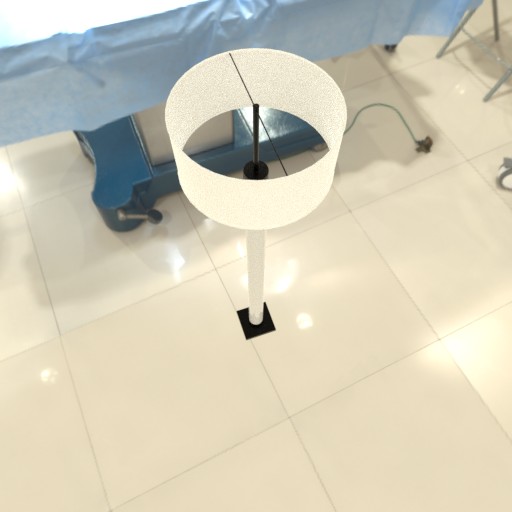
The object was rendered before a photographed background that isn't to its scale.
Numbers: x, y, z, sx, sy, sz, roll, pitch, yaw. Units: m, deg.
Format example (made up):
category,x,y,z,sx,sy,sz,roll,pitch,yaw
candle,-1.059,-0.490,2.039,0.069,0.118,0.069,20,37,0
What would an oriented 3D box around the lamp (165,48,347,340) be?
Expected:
category,x,y,z,sx,sy,sz,roll,pitch,yaw
lamp,0.000,0.000,1.665,0.420,1.475,0.420,-17,64,-9
